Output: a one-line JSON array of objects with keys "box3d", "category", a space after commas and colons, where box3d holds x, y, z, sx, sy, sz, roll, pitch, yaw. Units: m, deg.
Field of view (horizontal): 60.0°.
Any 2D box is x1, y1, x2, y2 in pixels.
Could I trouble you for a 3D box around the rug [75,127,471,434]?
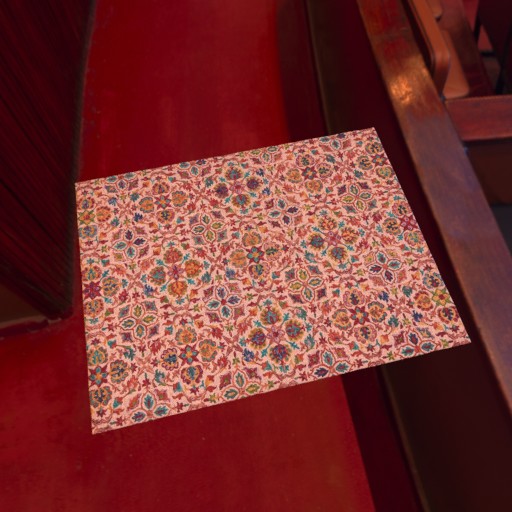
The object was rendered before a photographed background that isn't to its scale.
[{"box3d": [0.000, 0.000, 4.155, 3.215, 0.020, 2.446, -12, 65, -6], "category": "rug"}]
